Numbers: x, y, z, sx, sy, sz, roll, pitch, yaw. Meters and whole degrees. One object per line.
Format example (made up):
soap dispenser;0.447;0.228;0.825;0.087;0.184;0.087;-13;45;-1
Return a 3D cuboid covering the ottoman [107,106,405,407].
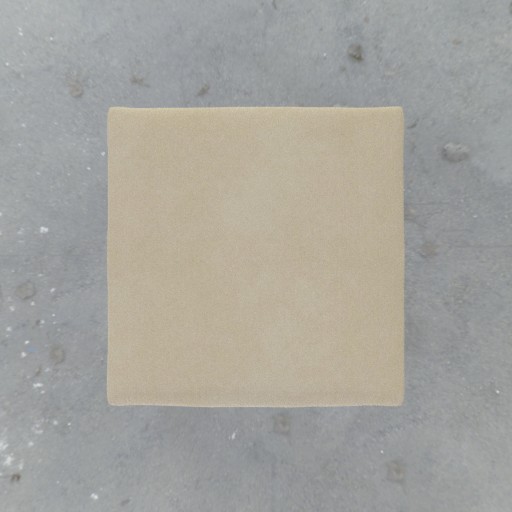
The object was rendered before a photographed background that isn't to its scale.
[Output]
ottoman;0.000;0.000;1.897;1.190;0.522;1.205;0;90;0
